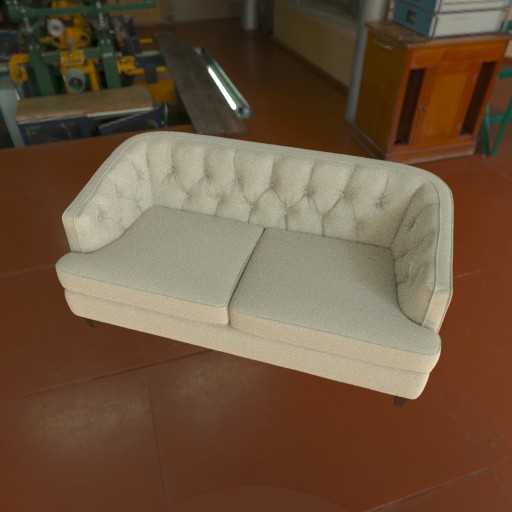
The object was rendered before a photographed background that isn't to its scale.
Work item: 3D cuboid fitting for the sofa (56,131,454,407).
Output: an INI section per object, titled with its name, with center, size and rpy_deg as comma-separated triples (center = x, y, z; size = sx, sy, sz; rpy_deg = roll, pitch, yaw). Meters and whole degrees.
[sofa]
center = 0.000, 0.000, 2.237
size = 1.733, 0.855, 0.941
rpy_deg = 11, 42, 13
